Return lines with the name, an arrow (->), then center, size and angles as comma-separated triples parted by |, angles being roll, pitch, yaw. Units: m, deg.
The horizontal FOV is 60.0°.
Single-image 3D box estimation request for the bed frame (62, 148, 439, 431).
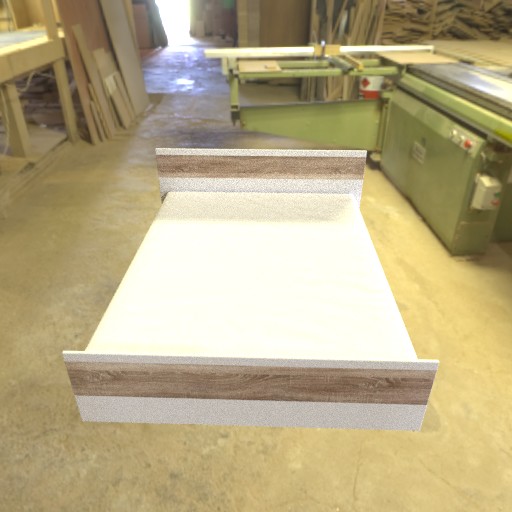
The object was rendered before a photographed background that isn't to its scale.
bed frame -> 0.000, 0.000, 2.939 | 1.720, 0.800, 2.060 | 1, 31, 2
